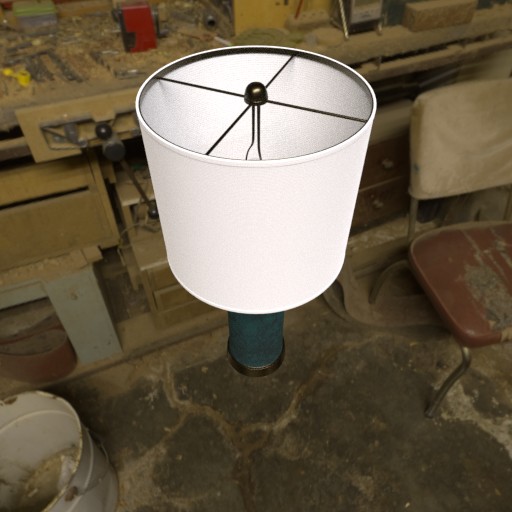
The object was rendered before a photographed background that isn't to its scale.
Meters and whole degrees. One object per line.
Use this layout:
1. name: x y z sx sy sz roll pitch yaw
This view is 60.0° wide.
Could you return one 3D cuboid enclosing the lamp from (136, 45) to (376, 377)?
1. lamp: 0.000 0.000 0.782 0.301 0.630 0.301 -16 49 -15
